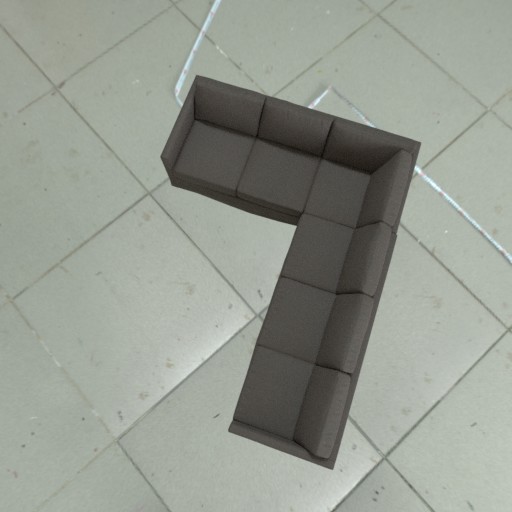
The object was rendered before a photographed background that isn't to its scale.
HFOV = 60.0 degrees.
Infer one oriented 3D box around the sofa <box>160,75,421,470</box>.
[{"bbox_3d":[0.000,0.000,4.357,2.432,0.871,3.182,18,76,5],"label":"sofa"}]
